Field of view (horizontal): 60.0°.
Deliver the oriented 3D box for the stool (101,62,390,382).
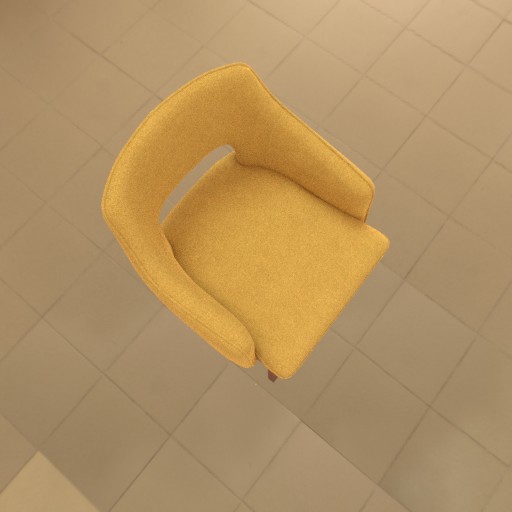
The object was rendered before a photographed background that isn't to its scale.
[{"bbox_3d":[0.000,0.000,1.273,0.558,0.924,0.548,38,77,10],"label":"stool"}]
